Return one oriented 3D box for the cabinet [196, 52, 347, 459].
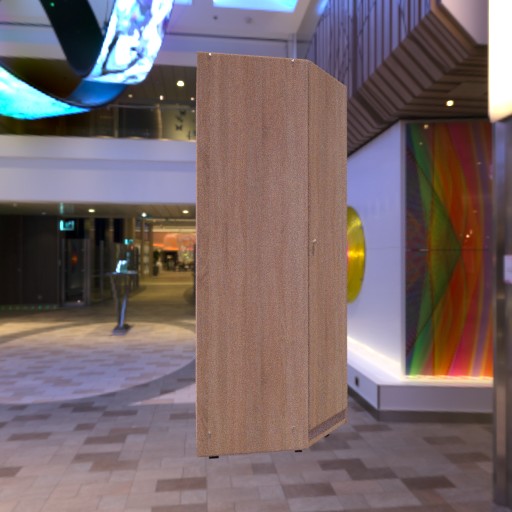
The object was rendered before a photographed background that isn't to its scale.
[{"bbox_3d":[0.000,0.000,2.900,1.094,2.120,1.327,0,-1,37],"label":"cabinet"}]
